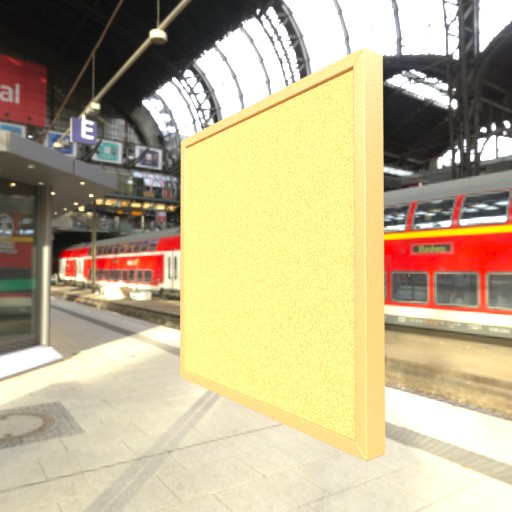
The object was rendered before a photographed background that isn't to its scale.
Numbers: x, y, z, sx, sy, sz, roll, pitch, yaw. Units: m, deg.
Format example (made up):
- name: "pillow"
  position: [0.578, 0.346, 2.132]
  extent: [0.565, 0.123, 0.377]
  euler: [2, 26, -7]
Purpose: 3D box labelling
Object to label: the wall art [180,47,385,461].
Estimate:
- name: "wall art"
  position: [0.000, 0.000, 0.760]
  extent: [0.036, 0.509, 0.509]
  euler: [1, -2, -36]
